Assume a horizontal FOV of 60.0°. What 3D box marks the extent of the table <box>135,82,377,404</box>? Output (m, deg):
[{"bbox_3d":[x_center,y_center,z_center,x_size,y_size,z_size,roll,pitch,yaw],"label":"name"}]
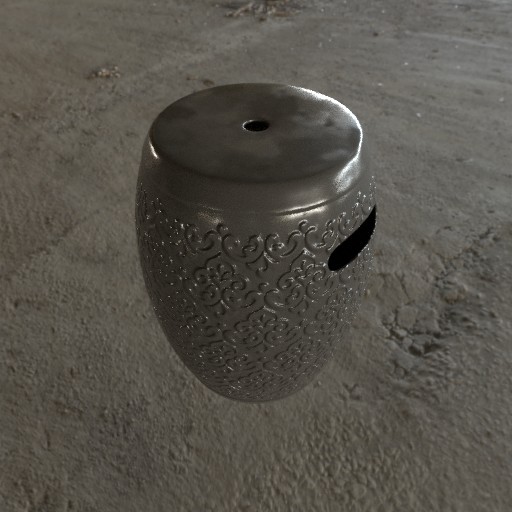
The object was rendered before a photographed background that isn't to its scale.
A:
[{"bbox_3d":[0.000,0.000,0.617,0.309,0.397,0.309,0,44,0],"label":"table"}]
